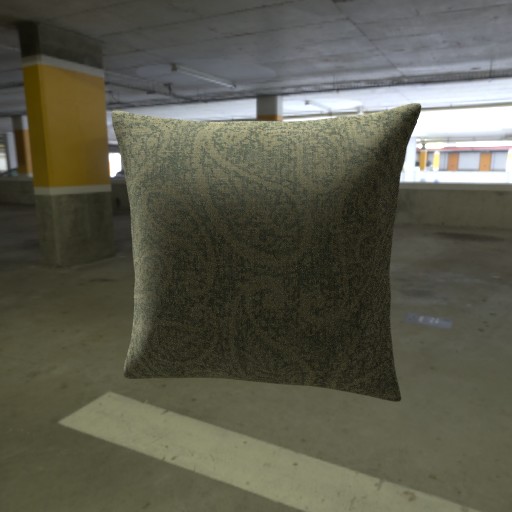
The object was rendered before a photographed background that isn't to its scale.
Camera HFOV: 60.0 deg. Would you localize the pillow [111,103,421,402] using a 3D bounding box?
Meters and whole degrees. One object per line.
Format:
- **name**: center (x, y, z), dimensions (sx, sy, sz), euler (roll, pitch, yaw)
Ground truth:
- **pillow**: center (0.000, 0.000, 0.786), dimensions (0.526, 0.507, 0.166), euler (2, 12, 10)
